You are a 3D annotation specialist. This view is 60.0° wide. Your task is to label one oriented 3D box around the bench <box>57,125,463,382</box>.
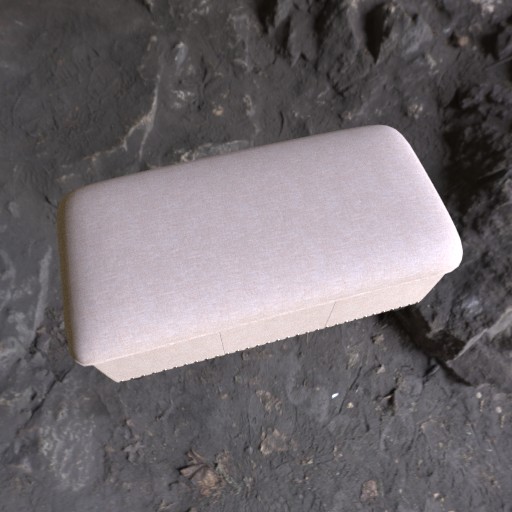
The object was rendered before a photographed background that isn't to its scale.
[{"bbox_3d":[0.000,0.000,1.273,0.991,0.483,0.483,-14,63,-7],"label":"bench"}]
